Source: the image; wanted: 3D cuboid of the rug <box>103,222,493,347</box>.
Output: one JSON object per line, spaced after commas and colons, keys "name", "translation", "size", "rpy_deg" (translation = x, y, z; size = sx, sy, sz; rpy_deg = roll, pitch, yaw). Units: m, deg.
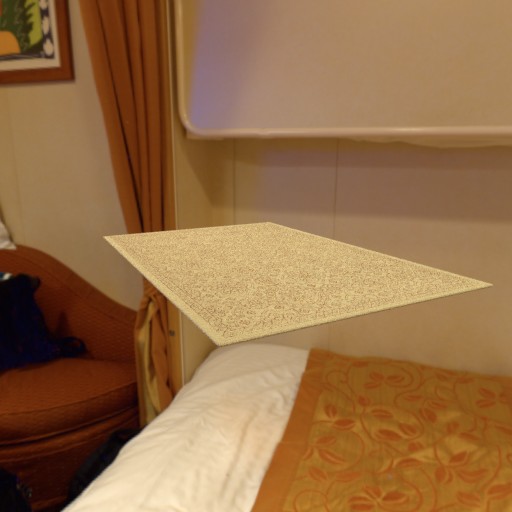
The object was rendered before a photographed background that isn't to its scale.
{"name": "rug", "translation": [0.000, 0.000, 2.305], "size": [1.219, 0.010, 1.829], "rpy_deg": [-7, 15, -27]}
